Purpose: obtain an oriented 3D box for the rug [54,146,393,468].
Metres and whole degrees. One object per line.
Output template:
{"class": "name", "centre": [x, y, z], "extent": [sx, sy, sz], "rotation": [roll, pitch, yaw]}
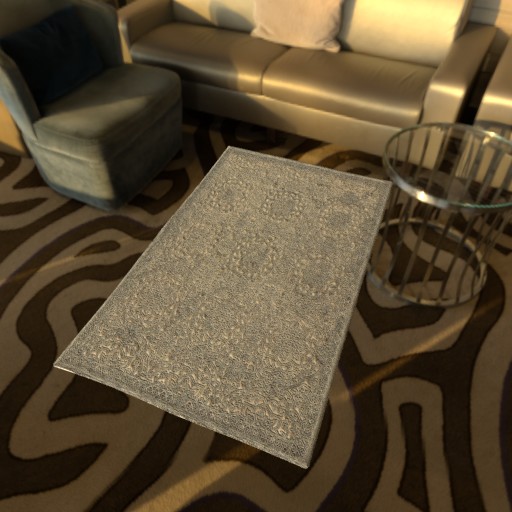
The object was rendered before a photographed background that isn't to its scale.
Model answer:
{"class": "rug", "centre": [0.000, 0.000, 3.160], "extent": [1.535, 0.022, 2.498], "rotation": [16, 48, 15]}
